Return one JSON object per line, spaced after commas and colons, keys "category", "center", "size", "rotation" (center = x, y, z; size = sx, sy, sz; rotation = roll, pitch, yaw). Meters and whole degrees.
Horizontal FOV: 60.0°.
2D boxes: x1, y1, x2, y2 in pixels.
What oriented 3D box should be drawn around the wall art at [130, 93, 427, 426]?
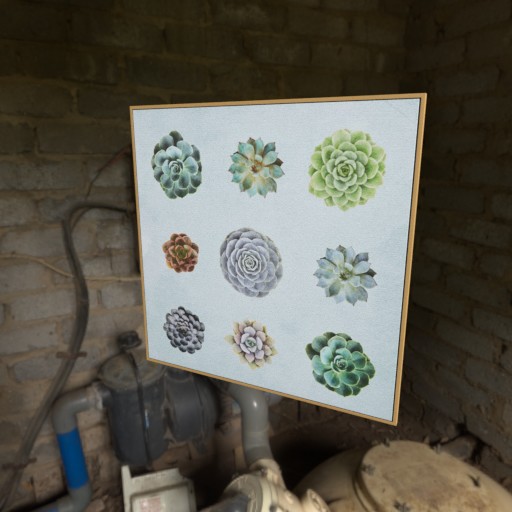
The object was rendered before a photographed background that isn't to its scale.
{"category": "wall art", "center": [0.000, 0.000, 0.989], "size": [0.657, 0.655, 0.014], "rotation": [7, 16, 25]}
